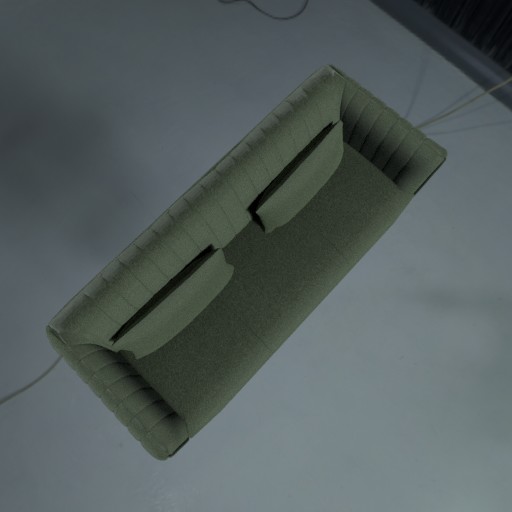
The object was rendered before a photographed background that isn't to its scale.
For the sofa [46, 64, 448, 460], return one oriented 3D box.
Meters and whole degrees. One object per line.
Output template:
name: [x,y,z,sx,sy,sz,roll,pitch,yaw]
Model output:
sofa: [0.000,0.000,2.543,0.896,0.793,2.137,43,79,10]
